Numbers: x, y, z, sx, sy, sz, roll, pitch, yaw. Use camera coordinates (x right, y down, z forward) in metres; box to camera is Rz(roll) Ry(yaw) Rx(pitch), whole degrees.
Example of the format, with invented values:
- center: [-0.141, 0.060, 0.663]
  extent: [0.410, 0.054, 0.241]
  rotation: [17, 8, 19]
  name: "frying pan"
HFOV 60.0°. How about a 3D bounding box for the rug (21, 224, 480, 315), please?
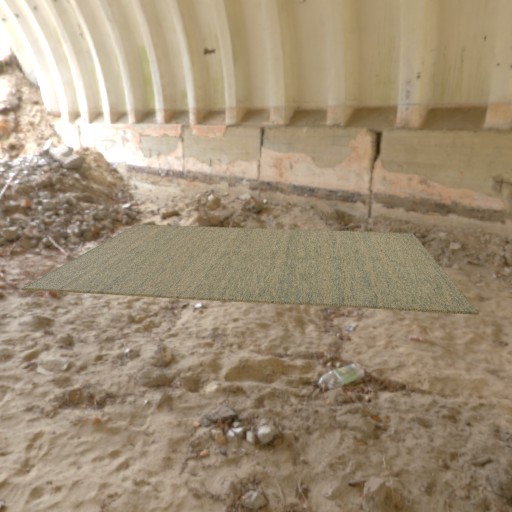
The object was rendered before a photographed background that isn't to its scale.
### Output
- center: [0.000, 0.000, 2.911]
  extent: [2.283, 0.013, 1.547]
  rotation: [2, 17, 8]
  name: "rug"
